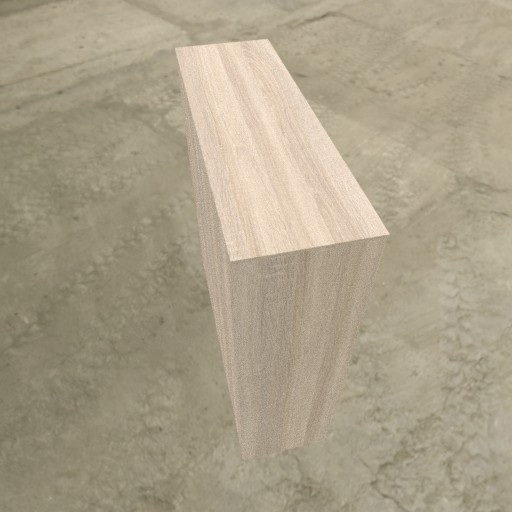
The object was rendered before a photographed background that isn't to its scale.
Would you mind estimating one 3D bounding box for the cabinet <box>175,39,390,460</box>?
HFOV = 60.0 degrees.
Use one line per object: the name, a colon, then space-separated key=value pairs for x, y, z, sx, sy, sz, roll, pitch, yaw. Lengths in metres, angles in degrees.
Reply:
cabinet: x=0.000 y=0.000 z=2.987 sx=0.620 sy=2.060 sz=1.870 roll=-10 pitch=48 yaw=-9
